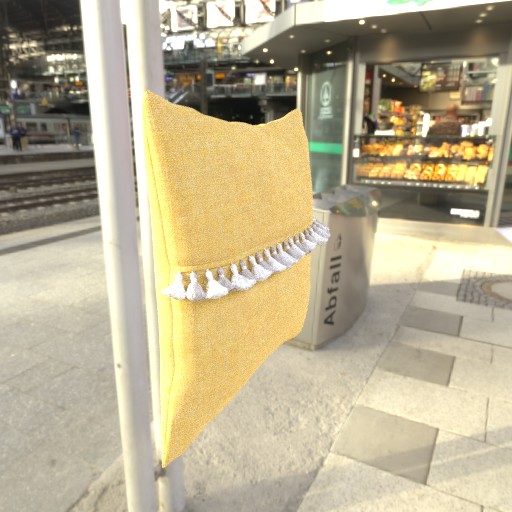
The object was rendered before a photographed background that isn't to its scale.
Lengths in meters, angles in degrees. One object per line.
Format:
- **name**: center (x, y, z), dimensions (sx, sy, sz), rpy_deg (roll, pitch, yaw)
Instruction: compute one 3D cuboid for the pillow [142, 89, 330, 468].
- **pillow**: center (0.000, 0.000, 0.730), dimensions (0.167, 0.481, 0.485), rpy_deg (8, 17, 26)
